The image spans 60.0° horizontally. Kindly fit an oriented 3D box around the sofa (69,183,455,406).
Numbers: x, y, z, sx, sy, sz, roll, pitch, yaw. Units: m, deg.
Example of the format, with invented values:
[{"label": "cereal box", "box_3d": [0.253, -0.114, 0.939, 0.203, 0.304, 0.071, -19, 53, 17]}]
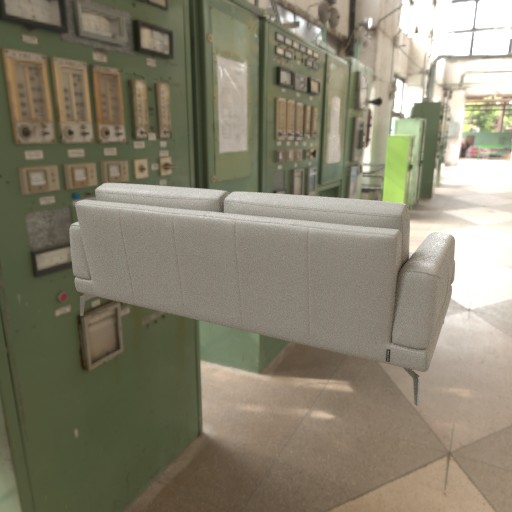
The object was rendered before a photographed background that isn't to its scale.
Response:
[{"label": "sofa", "box_3d": [0.000, 0.000, 2.402, 1.940, 0.765, 0.974, 8, 17, 27]}]
